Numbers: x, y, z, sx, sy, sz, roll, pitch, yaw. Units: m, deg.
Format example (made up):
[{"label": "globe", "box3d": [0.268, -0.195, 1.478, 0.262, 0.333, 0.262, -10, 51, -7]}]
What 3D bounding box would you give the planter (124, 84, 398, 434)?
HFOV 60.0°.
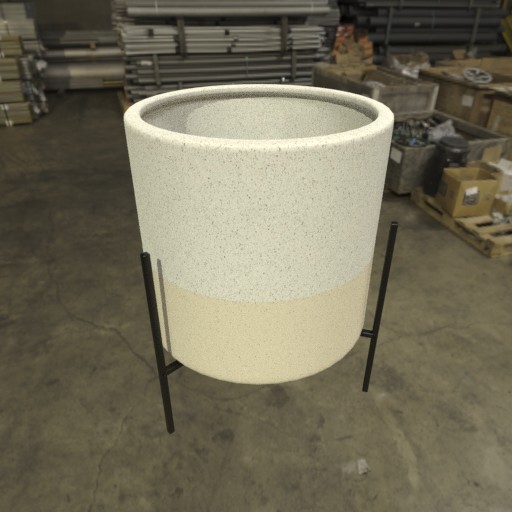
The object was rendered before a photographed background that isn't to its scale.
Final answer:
[{"label": "planter", "box3d": [0.000, 0.000, 0.638, 0.313, 0.423, 0.335, -8, 32, -13]}]
